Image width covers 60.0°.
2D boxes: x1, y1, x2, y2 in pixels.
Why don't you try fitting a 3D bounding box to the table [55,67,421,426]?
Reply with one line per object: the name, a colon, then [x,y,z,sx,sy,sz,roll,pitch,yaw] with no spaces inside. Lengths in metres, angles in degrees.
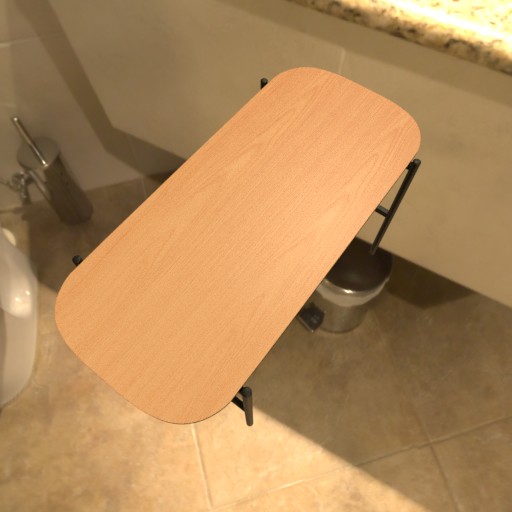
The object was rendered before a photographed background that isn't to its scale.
table: [0.000,0.000,1.017,0.400,0.400,0.800,34,68,16]
